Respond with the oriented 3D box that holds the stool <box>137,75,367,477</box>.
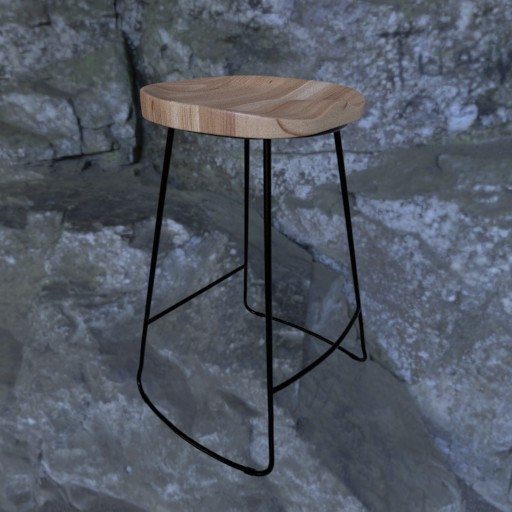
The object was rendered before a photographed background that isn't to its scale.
[{"bbox_3d":[0.000,0.000,0.939,0.401,0.679,0.480,20,33,33],"label":"stool"}]
